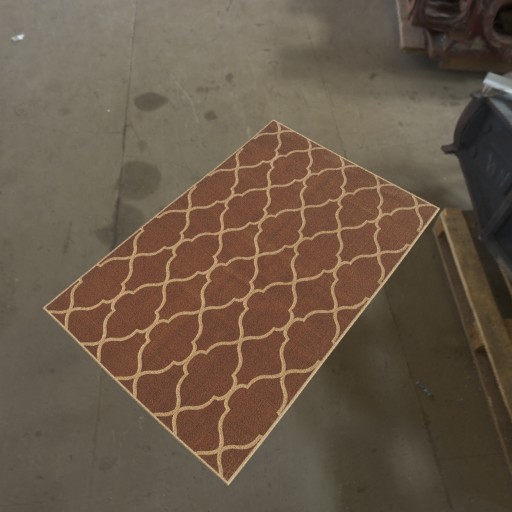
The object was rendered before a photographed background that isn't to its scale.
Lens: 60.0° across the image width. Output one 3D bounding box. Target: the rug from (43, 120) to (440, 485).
[{"bbox_3d":[0.000,0.000,2.927,1.526,0.014,2.290,34,63,21],"label":"rug"}]
